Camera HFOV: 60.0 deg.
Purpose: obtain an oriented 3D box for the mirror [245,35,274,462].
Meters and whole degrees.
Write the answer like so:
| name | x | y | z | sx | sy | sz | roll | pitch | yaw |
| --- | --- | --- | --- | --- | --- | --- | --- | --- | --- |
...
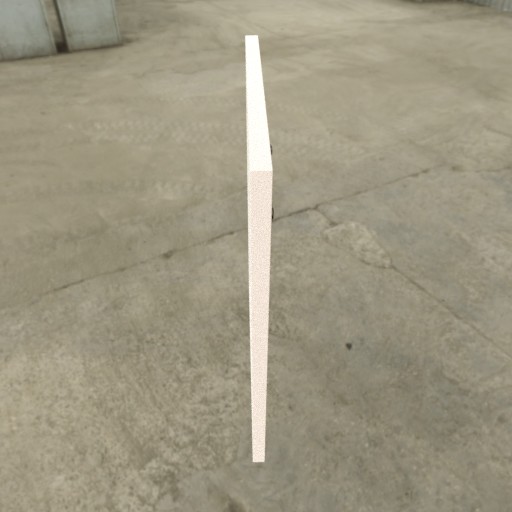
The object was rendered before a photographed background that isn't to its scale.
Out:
| name | x | y | z | sx | sy | sz | roll | pitch | yaw |
| --- | --- | --- | --- | --- | --- | --- | --- | --- | --- |
| mirror | 0.000 | 0.000 | 1.317 | 0.041 | 1.016 | 0.762 | -1 | 41 | -1 |
